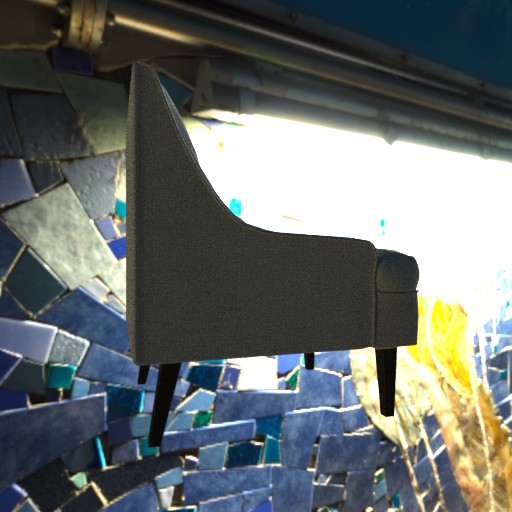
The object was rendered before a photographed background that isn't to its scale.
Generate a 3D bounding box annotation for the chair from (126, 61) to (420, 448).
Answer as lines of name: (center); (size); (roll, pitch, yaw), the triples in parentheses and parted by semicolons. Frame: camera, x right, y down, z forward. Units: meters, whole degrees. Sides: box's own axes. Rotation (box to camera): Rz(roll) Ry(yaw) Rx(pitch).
chair: (0.000, 0.000, 1.395); (0.772, 0.891, 0.658); (0, 0, -18)
